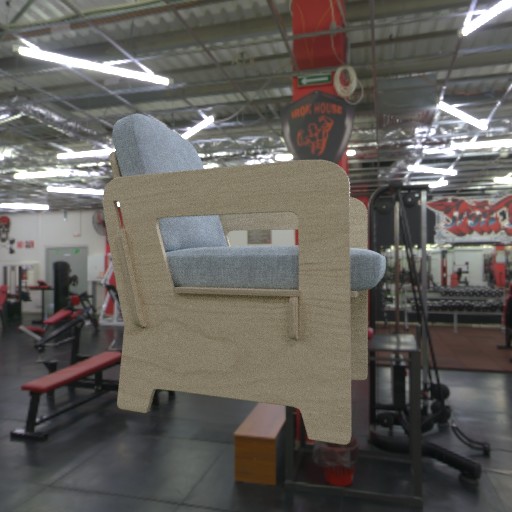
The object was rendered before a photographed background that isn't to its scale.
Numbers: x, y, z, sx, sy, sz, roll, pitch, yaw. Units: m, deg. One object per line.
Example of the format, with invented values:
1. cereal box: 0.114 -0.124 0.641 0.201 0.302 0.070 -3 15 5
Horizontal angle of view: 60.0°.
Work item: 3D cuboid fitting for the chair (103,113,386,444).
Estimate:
1. chair: 0.000 0.000 1.276 0.710 0.800 0.590 0 -1 18
